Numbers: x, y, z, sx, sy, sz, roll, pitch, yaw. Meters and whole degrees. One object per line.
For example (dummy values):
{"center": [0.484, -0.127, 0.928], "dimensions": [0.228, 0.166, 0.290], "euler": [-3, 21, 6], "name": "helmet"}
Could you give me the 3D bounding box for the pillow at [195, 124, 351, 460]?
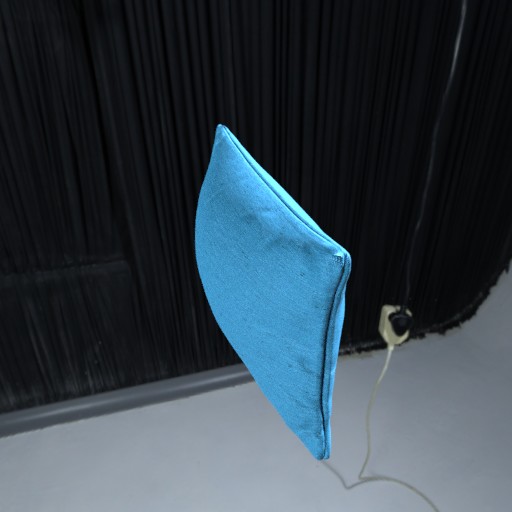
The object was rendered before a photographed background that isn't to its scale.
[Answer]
{"center": [0.000, 0.000, 0.811], "dimensions": [0.210, 0.338, 0.633], "euler": [-8, 30, -14], "name": "pillow"}
